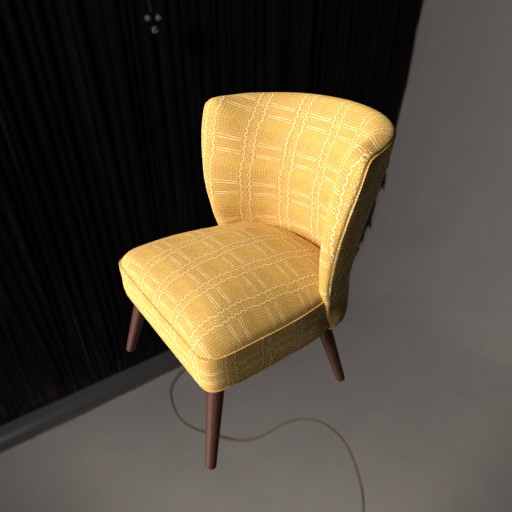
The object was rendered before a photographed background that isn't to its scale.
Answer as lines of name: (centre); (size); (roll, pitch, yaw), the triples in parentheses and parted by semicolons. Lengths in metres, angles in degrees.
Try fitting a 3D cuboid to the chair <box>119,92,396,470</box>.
chair: (0.000, 0.000, 1.408); (0.758, 0.866, 0.706); (-21, 38, -30)
